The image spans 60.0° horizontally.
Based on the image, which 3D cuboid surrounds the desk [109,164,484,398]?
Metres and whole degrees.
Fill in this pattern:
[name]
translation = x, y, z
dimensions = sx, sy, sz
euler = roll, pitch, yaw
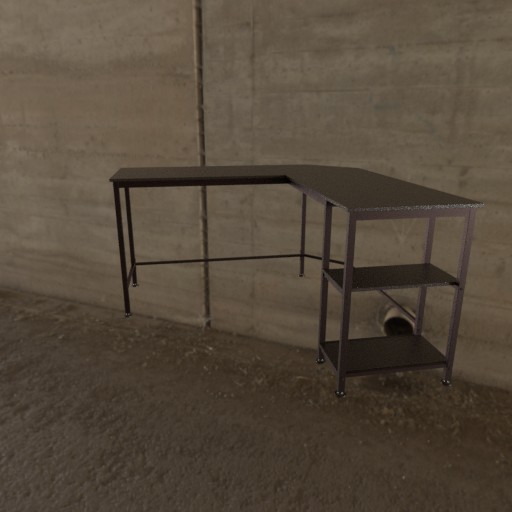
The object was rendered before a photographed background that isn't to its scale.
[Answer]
[desk]
translation = 0.000, 0.000, 2.194
dimensions = 1.379, 0.739, 1.379
euler = -3, 18, -9
